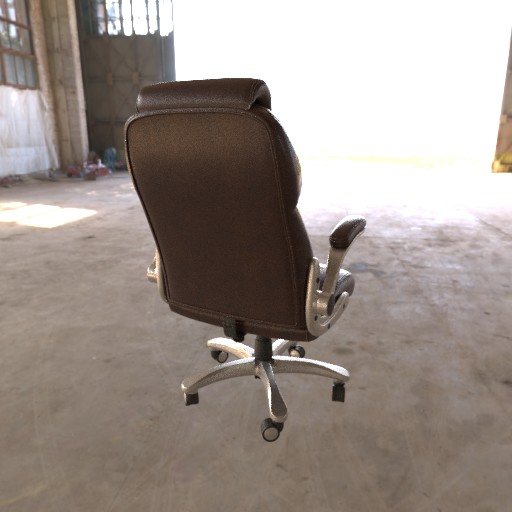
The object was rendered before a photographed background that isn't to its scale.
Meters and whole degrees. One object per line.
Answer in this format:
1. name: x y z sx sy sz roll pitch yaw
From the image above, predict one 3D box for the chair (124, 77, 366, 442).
1. chair: 0.000 0.000 1.638 0.733 1.160 0.774 8 17 27
